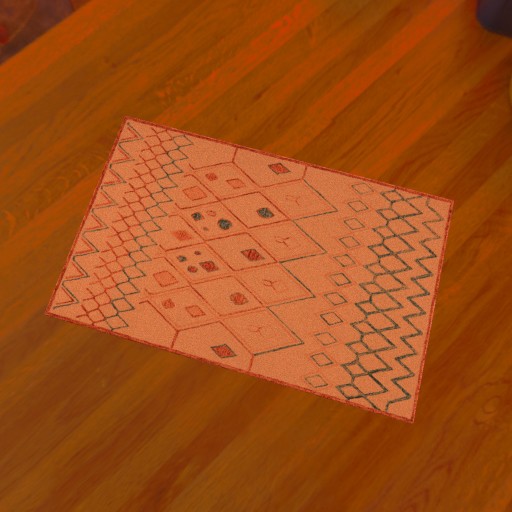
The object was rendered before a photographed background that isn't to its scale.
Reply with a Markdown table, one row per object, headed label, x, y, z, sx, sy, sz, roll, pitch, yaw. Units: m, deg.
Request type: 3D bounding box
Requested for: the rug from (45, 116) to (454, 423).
| label | x | y | z | sx | sy | sz | roll | pitch | yaw |
| --- | --- | --- | --- | --- | --- | --- | --- | --- | --- |
| rug | 0.000 | 0.000 | 2.995 | 2.438 | 0.015 | 1.524 | 15 | 76 | 4 |
